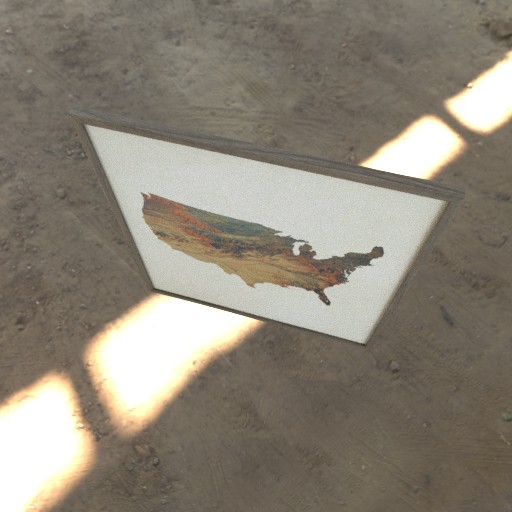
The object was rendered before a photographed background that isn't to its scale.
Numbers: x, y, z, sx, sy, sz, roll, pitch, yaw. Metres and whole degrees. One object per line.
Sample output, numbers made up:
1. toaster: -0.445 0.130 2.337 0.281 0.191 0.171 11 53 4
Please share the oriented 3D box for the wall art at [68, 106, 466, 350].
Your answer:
1. wall art: 0.000 0.000 0.764 0.508 0.507 0.016 14 59 8
